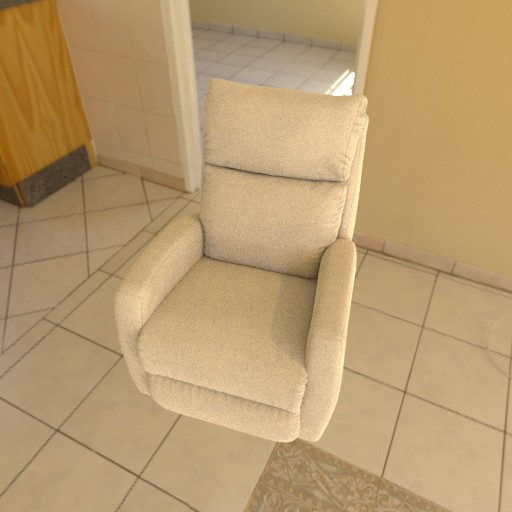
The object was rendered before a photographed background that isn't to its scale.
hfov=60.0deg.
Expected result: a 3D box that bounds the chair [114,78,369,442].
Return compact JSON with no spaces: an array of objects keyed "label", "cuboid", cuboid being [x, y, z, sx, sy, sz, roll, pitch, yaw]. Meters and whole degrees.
[{"label":"chair","cuboid":[0.000,0.000,1.683,0.794,1.021,0.940,11,43,12]}]
